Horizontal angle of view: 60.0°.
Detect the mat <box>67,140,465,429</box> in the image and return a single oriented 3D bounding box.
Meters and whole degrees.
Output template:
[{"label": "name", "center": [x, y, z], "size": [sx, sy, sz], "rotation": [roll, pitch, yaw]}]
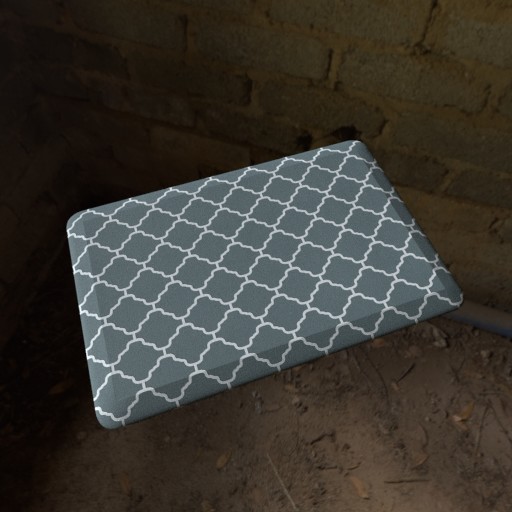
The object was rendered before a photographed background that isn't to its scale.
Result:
[{"label": "mat", "center": [0.000, 0.000, 0.963], "size": [0.762, 0.021, 0.508], "rotation": [-17, 60, -10]}]
